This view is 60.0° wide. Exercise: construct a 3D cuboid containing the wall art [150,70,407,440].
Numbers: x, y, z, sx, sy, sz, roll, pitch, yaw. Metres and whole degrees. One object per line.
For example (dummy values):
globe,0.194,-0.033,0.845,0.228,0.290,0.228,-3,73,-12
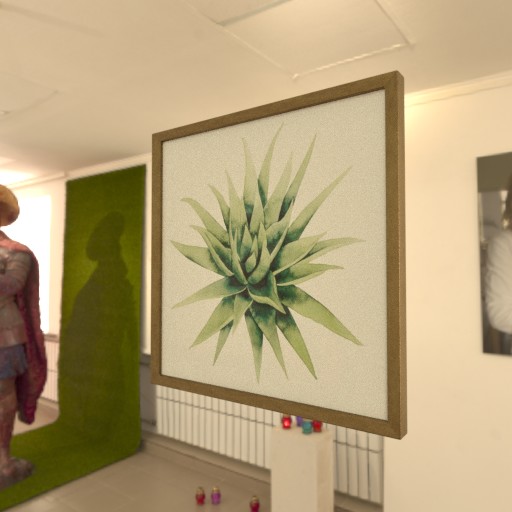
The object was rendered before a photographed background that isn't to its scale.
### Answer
wall art,0.000,0.000,0.764,0.503,0.506,0.030,-1,-2,36
